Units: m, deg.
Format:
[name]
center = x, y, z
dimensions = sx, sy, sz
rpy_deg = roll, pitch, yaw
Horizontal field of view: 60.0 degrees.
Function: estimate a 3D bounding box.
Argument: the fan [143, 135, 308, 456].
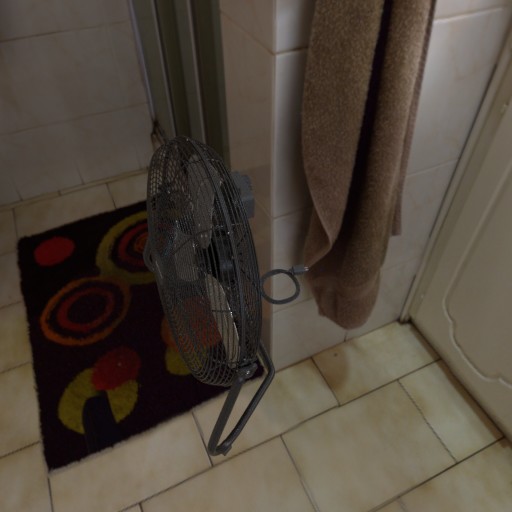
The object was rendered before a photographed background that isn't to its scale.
[fan]
center = 0.000, 0.000, 0.929
dimensions = 0.424, 0.546, 0.555
rpy_deg = -17, 49, -15
